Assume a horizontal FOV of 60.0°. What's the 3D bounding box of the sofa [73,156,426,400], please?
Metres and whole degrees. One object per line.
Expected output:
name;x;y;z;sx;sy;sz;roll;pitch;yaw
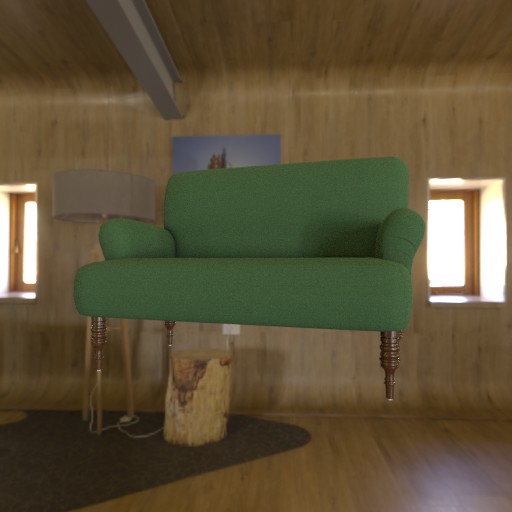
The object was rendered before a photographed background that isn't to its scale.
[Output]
sofa;0.000;0.000;1.826;1.297;0.889;0.779;0;-1;19
